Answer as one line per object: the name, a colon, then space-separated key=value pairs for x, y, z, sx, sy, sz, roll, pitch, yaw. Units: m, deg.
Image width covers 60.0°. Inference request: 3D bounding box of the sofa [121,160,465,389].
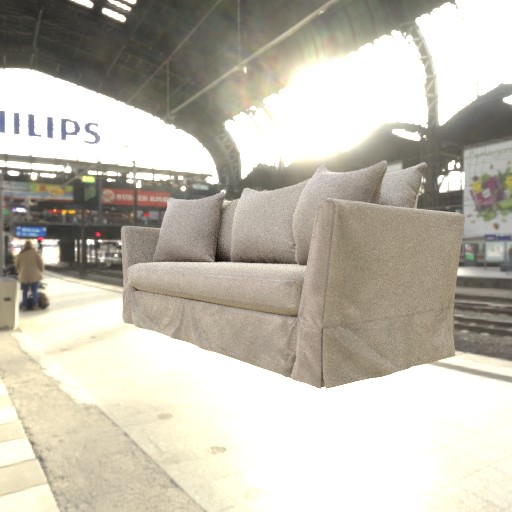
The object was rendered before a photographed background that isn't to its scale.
sofa: x=0.000 y=0.000 z=2.886 sx=1.031 sy=1.034 sz=2.290 roll=0 pitch=0 yaw=-37
